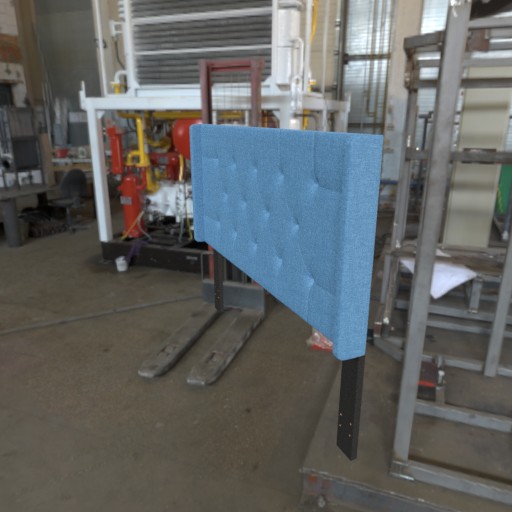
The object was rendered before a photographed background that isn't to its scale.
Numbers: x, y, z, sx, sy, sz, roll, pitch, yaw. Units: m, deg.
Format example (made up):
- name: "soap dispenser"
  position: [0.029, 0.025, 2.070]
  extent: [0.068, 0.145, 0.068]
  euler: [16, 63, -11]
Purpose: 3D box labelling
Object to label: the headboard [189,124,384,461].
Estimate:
- name: "headboard"
  position: [0.000, 0.000, 2.737]
  extent: [0.184, 1.524, 2.051]
  euler: [-8, 19, -23]
